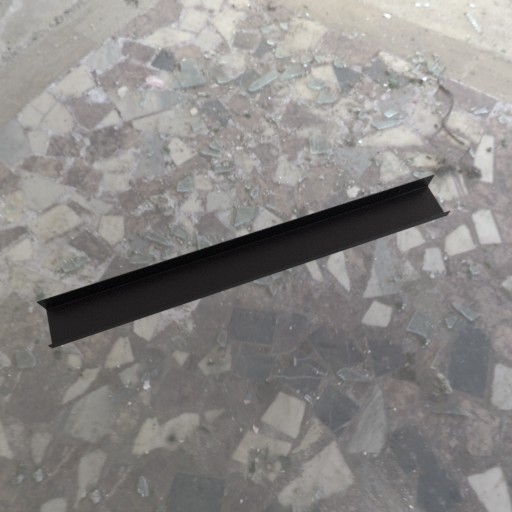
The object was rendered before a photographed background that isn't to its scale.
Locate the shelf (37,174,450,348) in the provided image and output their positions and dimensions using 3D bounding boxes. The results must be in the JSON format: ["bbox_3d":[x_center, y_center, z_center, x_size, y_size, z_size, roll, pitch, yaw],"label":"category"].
[{"bbox_3d":[0.000,0.000,0.977,0.924,0.049,0.092,-18,66,-8],"label":"shelf"}]
